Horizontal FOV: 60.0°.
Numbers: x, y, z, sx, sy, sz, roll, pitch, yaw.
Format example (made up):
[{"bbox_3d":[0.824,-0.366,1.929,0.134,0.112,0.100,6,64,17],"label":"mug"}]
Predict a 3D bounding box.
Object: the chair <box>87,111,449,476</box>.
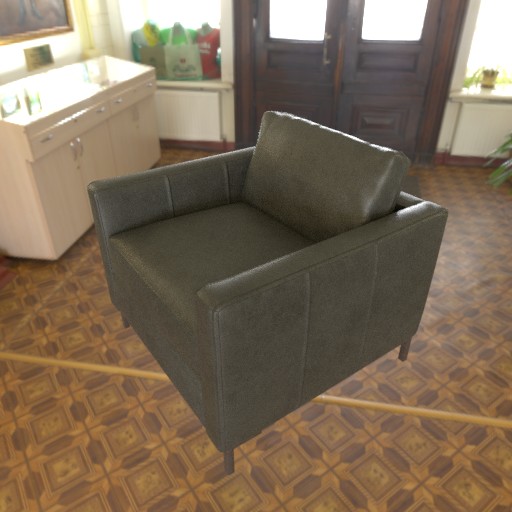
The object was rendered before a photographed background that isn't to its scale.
[{"bbox_3d":[0.000,0.000,1.513,0.861,0.824,0.967,-21,37,-30],"label":"chair"}]
